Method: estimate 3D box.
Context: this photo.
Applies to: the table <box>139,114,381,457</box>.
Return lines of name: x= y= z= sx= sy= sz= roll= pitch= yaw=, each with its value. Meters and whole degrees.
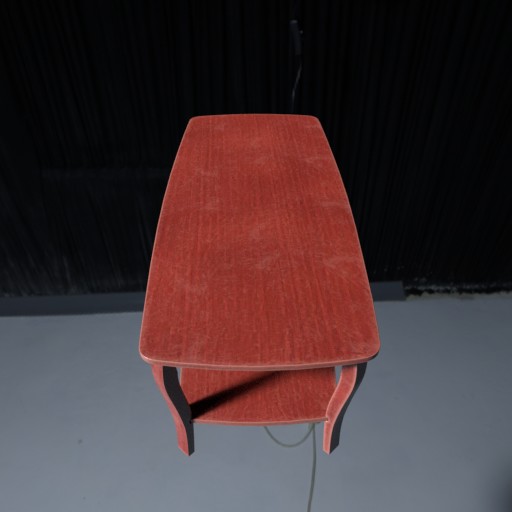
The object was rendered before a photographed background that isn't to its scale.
table: x=0.000 y=0.000 z=1.509 sx=0.561 sy=0.473 sz=1.216 roll=-1 pitch=41 yaw=-1
